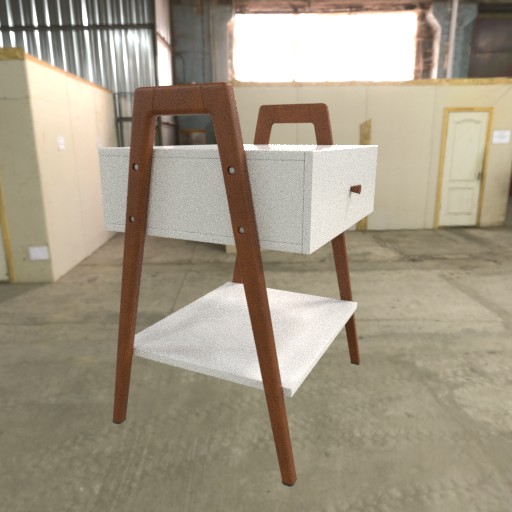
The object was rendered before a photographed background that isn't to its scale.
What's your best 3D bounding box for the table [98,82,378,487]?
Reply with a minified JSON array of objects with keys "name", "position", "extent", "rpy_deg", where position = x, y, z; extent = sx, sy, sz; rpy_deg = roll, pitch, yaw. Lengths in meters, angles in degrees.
[{"name":"table","position":[0.000,0.000,0.897],"extent":[0.405,0.610,0.457],"rpy_deg":[7,17,25]}]
